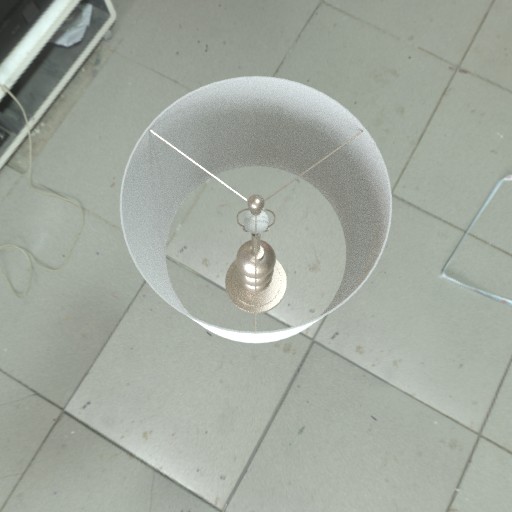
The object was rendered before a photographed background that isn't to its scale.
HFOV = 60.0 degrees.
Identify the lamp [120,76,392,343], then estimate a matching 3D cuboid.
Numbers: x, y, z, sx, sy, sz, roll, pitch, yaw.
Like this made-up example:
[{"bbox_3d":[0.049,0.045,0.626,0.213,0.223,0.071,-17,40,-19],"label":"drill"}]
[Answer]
[{"bbox_3d":[0.000,0.000,0.709,0.277,0.538,0.277,0,77,0],"label":"lamp"}]
